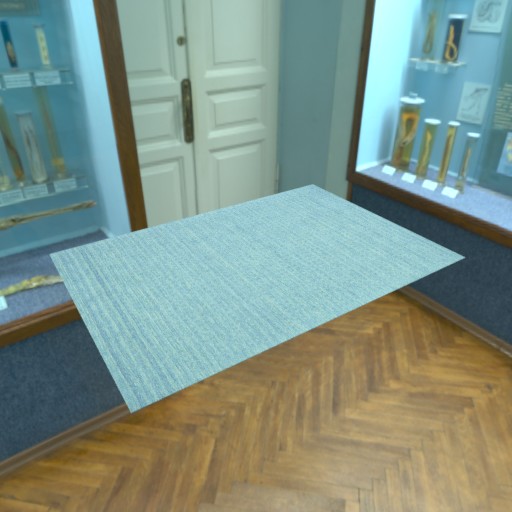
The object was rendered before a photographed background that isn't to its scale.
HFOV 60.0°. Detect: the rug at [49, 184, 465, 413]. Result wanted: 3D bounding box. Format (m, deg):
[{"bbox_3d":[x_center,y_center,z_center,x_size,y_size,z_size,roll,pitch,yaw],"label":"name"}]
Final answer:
[{"bbox_3d":[0.000,0.000,3.739,2.895,0.006,1.982,-19,35,-28],"label":"rug"}]
